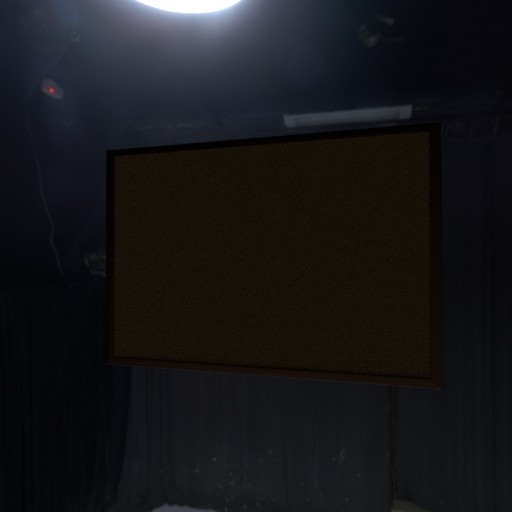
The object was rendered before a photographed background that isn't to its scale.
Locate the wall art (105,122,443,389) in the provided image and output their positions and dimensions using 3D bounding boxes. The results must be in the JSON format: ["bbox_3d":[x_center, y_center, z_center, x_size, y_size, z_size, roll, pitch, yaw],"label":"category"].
[{"bbox_3d":[0.000,0.000,1.051,0.816,0.559,0.014,0,-1,16],"label":"wall art"}]
